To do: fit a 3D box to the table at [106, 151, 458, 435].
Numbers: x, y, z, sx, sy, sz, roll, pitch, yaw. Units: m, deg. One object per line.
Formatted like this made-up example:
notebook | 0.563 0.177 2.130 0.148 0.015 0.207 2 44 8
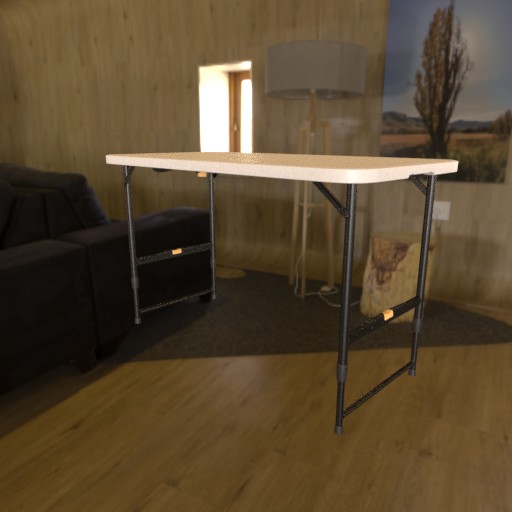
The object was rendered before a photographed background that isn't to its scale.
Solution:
table | 0.000 0.000 1.686 0.611 0.737 1.245 -14 21 -43
